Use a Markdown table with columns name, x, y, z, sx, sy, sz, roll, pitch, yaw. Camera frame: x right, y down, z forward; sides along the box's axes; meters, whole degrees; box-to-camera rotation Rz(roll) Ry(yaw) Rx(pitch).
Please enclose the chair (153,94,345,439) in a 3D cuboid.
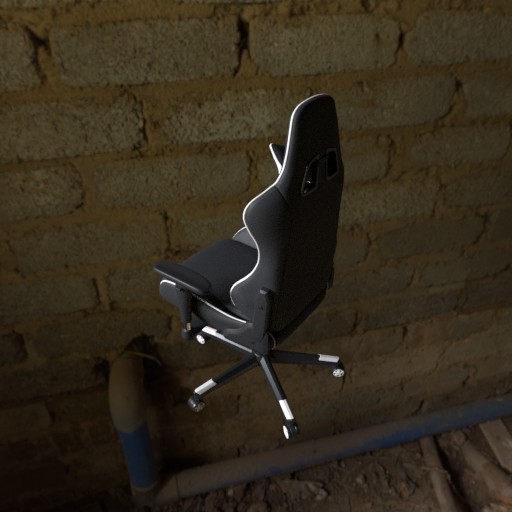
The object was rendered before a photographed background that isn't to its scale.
| name | x | y | z | sx | sy | sz | roll | pitch | yaw |
| --- | --- | --- | --- | --- | --- | --- | --- | --- | --- |
| chair | 0.000 | 0.000 | 1.699 | 0.700 | 1.240 | 0.700 | 21 | 39 | 29 |
